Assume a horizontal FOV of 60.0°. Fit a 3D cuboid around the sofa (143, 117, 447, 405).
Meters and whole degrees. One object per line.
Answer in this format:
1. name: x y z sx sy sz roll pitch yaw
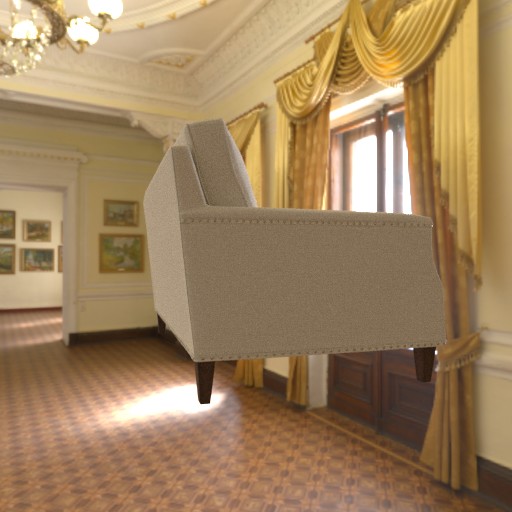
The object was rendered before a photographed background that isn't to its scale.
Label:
1. sofa: 0.000 0.000 2.309 1.084 1.003 1.597 0 0 -18
